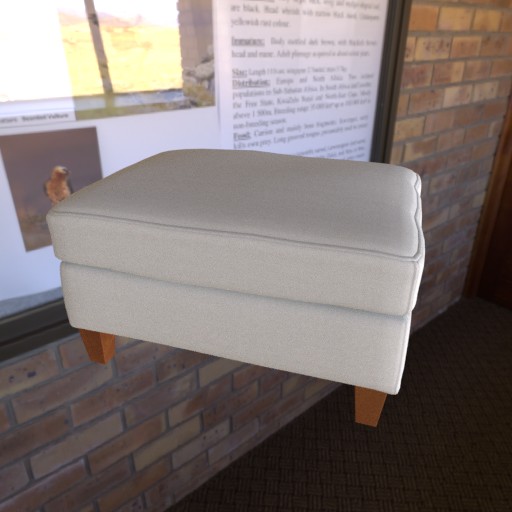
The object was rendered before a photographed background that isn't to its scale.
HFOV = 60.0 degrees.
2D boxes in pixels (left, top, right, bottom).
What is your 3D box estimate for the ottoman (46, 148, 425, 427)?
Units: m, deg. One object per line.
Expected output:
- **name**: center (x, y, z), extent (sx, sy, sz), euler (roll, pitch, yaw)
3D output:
- **ottoman**: center (0.000, 0.000, 1.221), extent (0.818, 0.496, 0.634), euler (8, 27, 16)
